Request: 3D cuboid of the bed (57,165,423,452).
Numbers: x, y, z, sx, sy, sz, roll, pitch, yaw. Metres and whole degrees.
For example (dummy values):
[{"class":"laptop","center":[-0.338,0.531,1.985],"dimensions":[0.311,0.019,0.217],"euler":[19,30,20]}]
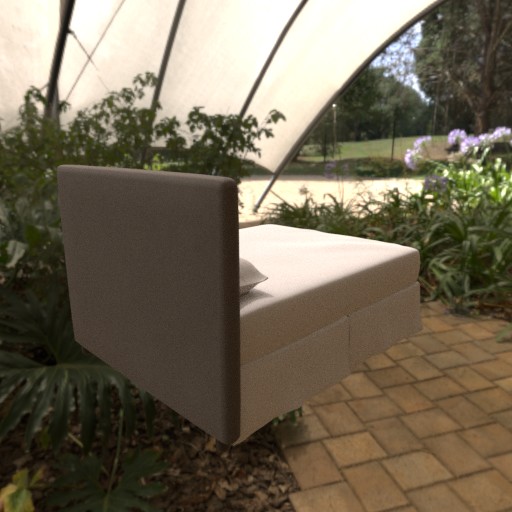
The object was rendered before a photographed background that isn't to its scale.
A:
[{"class":"bed","center":[0.000,0.000,3.223],"dimensions":[1.723,1.330,2.142],"euler":[14,20,43]}]
